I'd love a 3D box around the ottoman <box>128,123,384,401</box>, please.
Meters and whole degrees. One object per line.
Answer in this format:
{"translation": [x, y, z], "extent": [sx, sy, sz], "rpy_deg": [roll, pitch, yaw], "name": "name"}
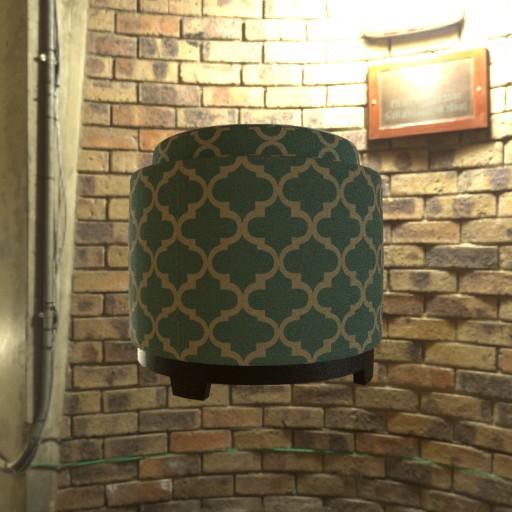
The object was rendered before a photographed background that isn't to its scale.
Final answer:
{"translation": [0.000, 0.000, 0.866], "extent": [0.480, 0.429, 0.480], "rpy_deg": [0, 0, 0], "name": "ottoman"}
